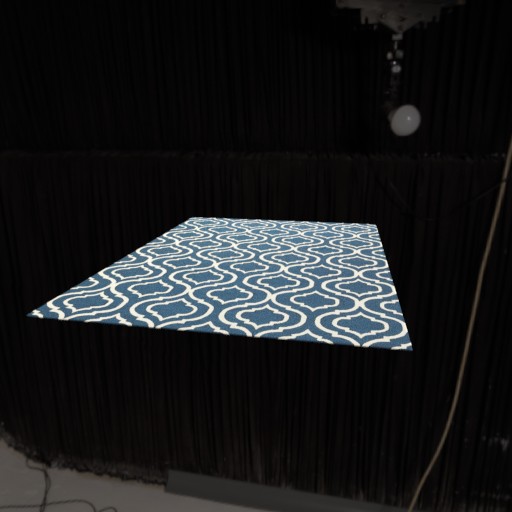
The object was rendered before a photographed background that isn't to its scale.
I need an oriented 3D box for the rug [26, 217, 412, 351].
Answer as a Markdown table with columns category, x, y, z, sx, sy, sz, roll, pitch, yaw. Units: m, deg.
| category | x | y | z | sx | sy | sz | roll | pitch | yaw |
| --- | --- | --- | --- | --- | --- | --- | --- | --- | --- |
| rug | 0.000 | 0.000 | 4.270 | 2.438 | 0.010 | 3.353 | 3 | 17 | 11 |
